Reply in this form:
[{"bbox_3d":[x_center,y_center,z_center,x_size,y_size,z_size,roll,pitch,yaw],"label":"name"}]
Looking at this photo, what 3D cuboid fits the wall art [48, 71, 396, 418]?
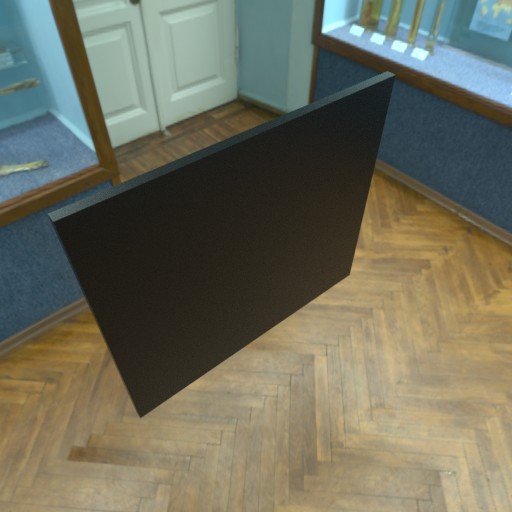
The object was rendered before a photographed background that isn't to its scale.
[{"bbox_3d":[0.000,0.000,0.524,0.383,0.332,0.012,-30,53,-26],"label":"wall art"}]
